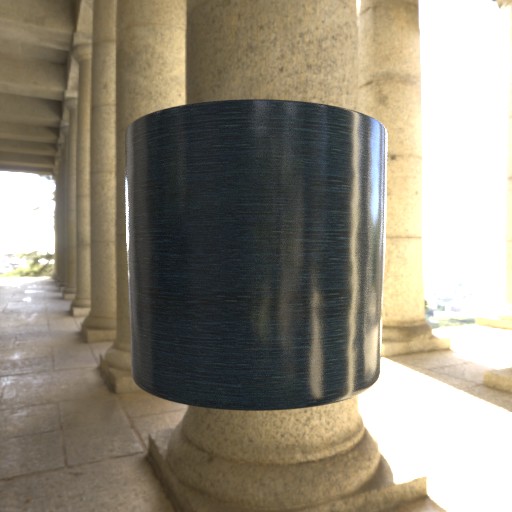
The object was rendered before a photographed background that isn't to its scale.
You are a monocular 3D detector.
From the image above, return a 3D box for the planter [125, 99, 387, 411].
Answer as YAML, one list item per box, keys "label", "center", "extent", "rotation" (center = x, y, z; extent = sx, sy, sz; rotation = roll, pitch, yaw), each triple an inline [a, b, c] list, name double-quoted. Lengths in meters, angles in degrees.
- label: "planter"
  center: [0.000, 0.000, 0.392]
  extent: [0.221, 0.201, 0.221]
  rotation: [0, 1, 0]
